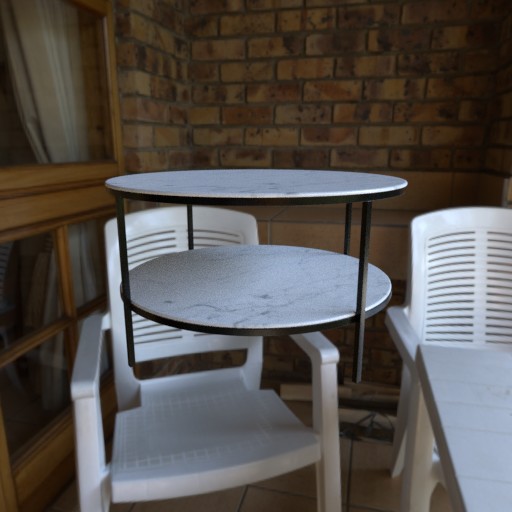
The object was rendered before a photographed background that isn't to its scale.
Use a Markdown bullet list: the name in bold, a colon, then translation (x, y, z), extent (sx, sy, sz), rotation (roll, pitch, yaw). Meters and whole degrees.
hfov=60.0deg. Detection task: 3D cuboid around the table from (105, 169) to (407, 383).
- **table**: translation (0.000, 0.000, 1.288), extent (0.800, 0.450, 0.800), rotation (0, 14, 0)
